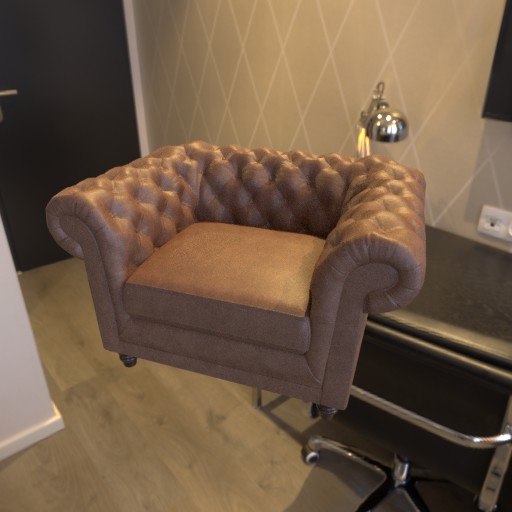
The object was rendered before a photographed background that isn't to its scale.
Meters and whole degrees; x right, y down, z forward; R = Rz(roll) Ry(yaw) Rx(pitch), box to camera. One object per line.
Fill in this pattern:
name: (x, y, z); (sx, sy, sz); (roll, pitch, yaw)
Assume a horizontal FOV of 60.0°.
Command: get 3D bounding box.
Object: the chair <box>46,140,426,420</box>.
chair: (0.000, 0.000, 1.889); (1.298, 0.784, 0.954); (9, 28, 17)
